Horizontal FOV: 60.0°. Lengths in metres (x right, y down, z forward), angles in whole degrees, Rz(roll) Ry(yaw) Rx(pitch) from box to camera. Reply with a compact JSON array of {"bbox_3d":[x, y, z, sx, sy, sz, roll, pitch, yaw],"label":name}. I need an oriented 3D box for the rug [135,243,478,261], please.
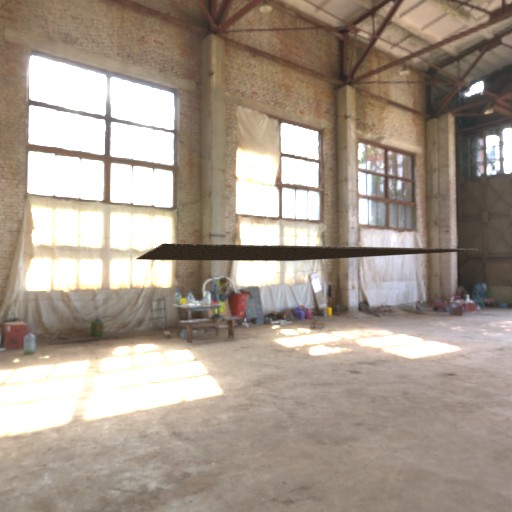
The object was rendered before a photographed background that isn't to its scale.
[{"bbox_3d":[0.000,0.000,3.115,1.546,0.010,2.442,1,-2,-18],"label":"rug"}]
